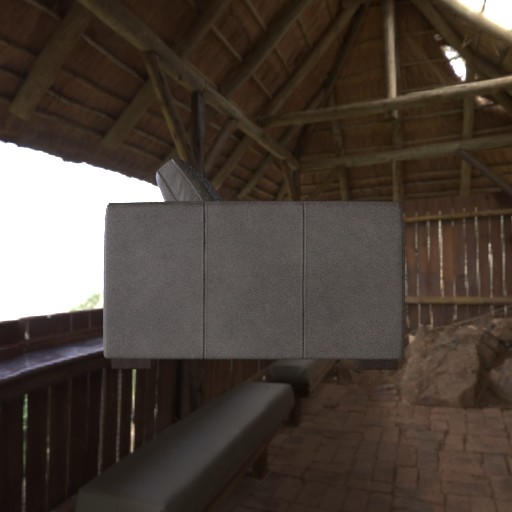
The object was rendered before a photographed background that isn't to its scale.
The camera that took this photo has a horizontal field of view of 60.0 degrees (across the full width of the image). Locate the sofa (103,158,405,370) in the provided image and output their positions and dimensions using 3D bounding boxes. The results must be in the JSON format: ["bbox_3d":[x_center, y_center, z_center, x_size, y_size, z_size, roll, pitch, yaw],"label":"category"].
[{"bbox_3d":[0.000,0.000,2.468,1.070,0.800,1.920,0,0,0],"label":"sofa"}]
